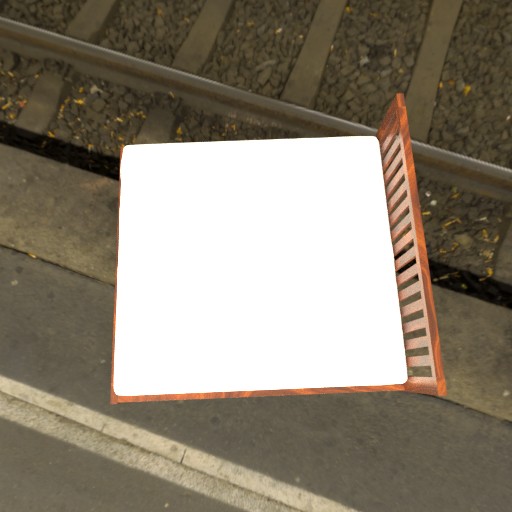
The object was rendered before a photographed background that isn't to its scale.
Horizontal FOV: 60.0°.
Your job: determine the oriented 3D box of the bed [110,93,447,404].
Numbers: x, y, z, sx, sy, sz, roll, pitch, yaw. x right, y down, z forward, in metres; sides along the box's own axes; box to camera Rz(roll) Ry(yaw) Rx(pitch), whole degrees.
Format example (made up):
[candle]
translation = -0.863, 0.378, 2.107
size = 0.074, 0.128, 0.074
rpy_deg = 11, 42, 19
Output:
[bed]
translation = 0.000, 0.000, 3.103
size = 2.030, 0.890, 1.905
rpy_deg = -2, 75, -1
